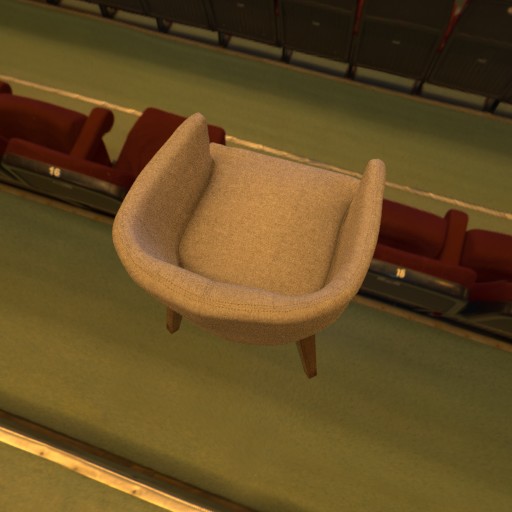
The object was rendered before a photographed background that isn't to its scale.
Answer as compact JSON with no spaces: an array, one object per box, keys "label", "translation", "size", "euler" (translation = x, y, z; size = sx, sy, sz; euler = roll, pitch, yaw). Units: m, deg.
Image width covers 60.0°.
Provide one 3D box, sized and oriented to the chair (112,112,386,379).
[{"label":"chair","translation":[0.000,0.000,1.284],"size":[0.583,0.811,0.655],"euler":[17,65,8]}]
